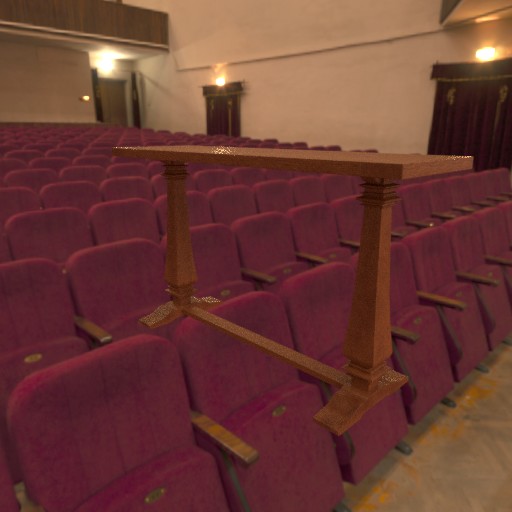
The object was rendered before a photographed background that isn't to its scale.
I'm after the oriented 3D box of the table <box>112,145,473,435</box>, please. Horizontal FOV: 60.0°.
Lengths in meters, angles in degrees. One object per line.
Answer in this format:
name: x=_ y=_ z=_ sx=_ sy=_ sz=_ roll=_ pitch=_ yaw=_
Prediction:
table: x=0.000 y=0.000 z=1.850 sx=0.461 sy=0.852 sz=1.478 roll=-15 pitch=22 yaw=-42
